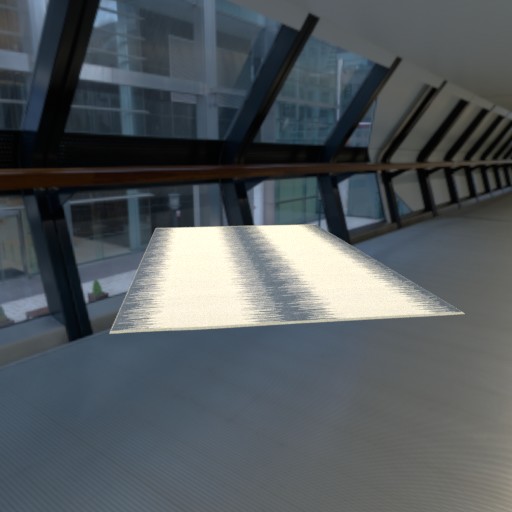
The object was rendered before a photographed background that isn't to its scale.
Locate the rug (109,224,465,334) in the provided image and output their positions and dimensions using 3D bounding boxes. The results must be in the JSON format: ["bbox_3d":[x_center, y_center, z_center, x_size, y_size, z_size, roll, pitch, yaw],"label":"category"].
[{"bbox_3d":[0.000,0.000,3.024,1.519,0.003,2.453,-2,14,-8],"label":"rug"}]
